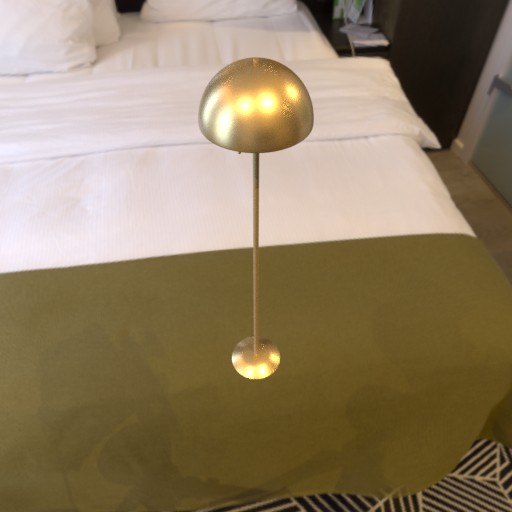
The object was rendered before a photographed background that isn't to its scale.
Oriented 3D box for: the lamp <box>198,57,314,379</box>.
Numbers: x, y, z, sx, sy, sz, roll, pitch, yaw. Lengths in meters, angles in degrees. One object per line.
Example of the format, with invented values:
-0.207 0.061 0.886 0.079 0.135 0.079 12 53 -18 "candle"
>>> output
0.000 0.000 1.679 0.328 1.480 0.328 -32 54 -26 "lamp"
